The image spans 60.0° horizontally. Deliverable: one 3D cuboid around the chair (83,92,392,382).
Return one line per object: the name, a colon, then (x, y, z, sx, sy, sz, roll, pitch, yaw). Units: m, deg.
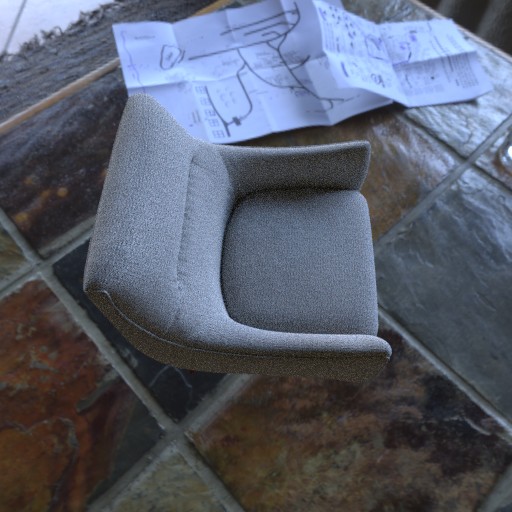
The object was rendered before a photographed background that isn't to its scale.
chair: (0.000, 0.000, 1.467, 0.787, 0.838, 0.762, 2, 63, 1)
